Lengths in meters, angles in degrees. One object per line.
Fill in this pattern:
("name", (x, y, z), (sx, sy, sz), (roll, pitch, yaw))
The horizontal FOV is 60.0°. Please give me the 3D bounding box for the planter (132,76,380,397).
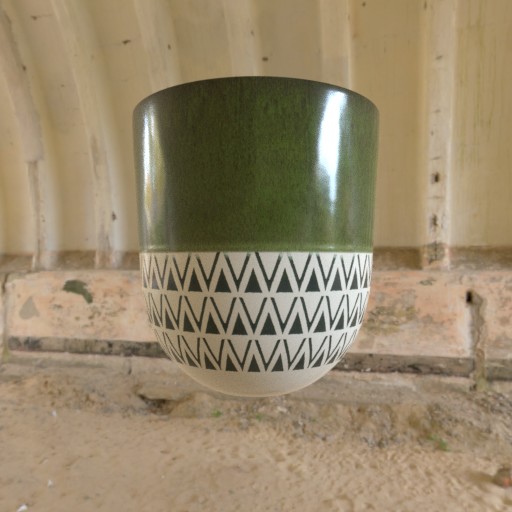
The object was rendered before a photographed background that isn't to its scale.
("planter", (0.000, 0.000, 0.454), (0.245, 0.270, 0.245), (0, 0, 0))
